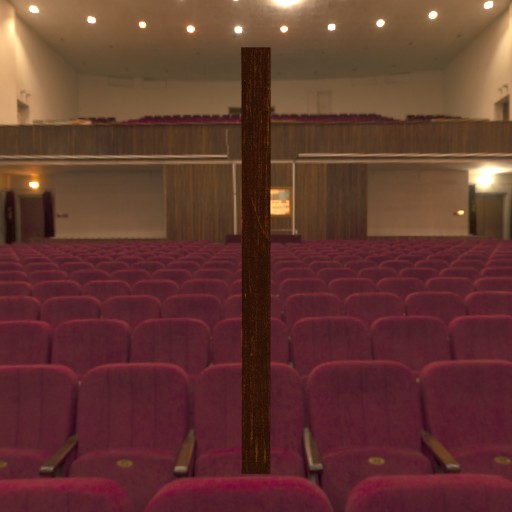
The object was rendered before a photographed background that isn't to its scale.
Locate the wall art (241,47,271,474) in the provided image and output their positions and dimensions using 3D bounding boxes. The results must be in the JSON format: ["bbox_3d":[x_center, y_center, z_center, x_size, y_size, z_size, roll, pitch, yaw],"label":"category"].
[{"bbox_3d":[0.000,0.000,0.753,0.032,0.457,0.558,0,2,0],"label":"wall art"}]
